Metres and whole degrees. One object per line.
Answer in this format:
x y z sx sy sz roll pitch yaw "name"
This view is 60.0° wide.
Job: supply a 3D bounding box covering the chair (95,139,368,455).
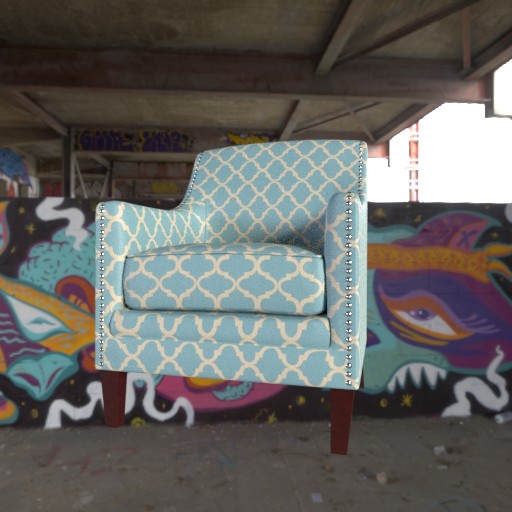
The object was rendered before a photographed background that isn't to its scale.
0.000 0.000 1.295 0.617 0.817 0.686 0 0 16 "chair"
